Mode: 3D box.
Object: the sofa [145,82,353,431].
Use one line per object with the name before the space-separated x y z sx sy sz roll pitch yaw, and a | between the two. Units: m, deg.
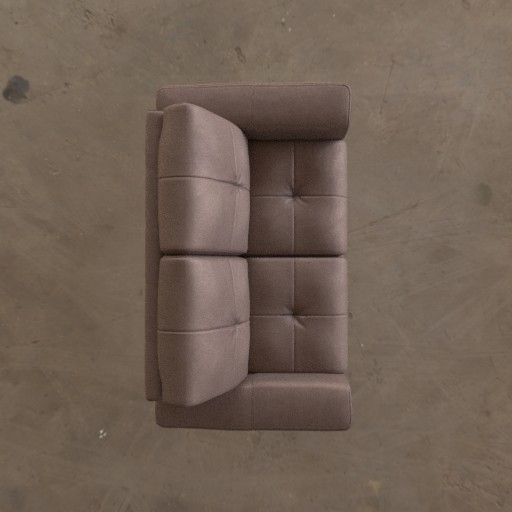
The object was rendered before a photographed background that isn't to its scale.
sofa | 0.000 0.000 2.345 1.018 0.907 1.806 0 89 1
